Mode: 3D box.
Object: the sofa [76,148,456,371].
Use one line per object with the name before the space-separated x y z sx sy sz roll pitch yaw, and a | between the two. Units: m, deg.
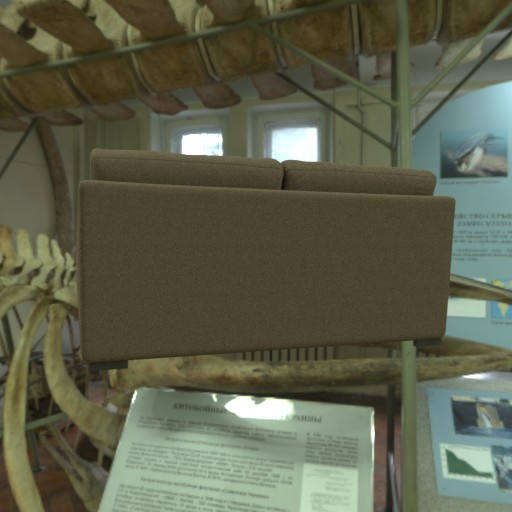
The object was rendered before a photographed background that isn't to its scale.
sofa | 0.000 0.000 2.529 1.869 0.950 1.140 0 1 -17
